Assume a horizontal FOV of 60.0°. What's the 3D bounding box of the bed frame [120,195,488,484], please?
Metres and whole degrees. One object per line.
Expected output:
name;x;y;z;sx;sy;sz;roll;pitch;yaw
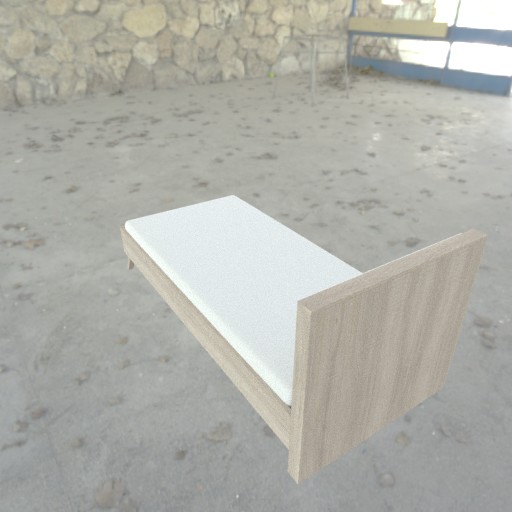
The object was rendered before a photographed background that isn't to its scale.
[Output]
bed frame;0.000;0.000;2.680;0.990;0.920;2.140;-18;35;-29
